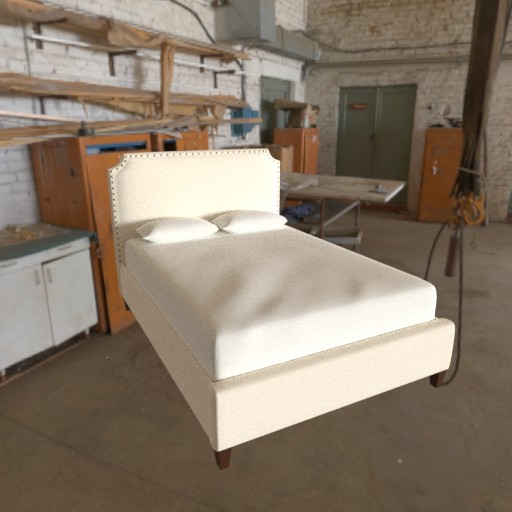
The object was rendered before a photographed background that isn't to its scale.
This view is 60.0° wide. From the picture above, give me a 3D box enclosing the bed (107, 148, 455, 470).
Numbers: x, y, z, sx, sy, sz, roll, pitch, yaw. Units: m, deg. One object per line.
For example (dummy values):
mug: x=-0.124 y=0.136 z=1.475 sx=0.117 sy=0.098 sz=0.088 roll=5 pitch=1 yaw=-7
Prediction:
bed: x=0.000 y=0.000 z=3.399 sx=1.712 sy=1.443 sz=2.365 roll=-9 pitch=19 yaw=-26
